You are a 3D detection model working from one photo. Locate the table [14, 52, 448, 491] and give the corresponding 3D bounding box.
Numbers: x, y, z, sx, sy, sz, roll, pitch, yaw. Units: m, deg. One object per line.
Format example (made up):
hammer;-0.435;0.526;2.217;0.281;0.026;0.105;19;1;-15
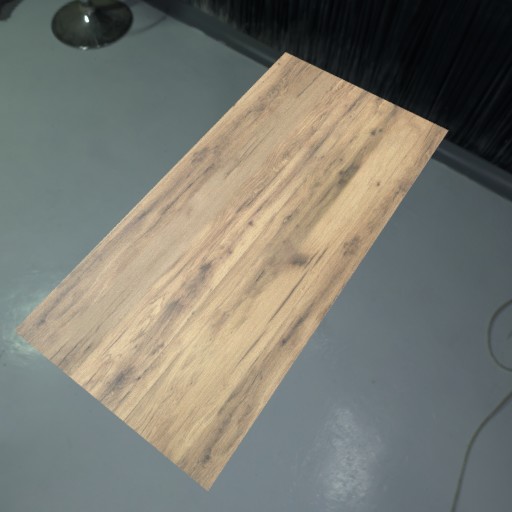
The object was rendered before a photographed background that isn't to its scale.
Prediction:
table;0.000;0.000;2.383;1.000;0.770;2.000;32;68;15
